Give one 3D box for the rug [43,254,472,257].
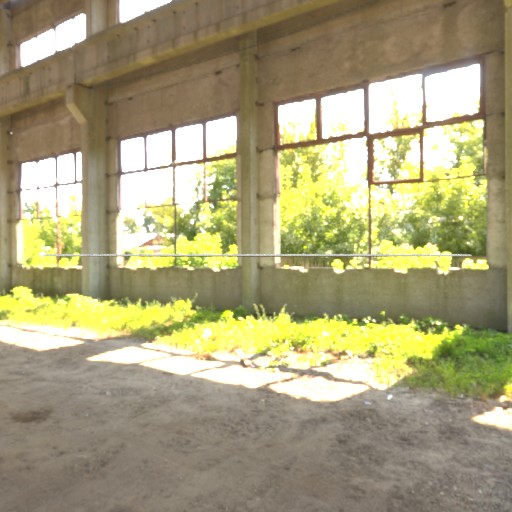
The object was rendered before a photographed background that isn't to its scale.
[{"bbox_3d":[0.000,0.000,3.924,2.363,0.012,2.980,0,0,0],"label":"rug"}]
